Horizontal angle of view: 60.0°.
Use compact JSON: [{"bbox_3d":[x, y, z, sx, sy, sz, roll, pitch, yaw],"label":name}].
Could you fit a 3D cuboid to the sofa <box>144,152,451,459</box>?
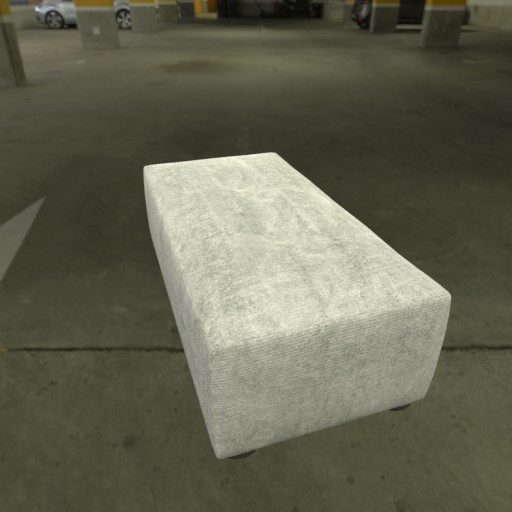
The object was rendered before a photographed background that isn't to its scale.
[{"bbox_3d":[0.000,0.000,1.182,0.480,0.330,0.930,-10,32,-16],"label":"sofa"}]
